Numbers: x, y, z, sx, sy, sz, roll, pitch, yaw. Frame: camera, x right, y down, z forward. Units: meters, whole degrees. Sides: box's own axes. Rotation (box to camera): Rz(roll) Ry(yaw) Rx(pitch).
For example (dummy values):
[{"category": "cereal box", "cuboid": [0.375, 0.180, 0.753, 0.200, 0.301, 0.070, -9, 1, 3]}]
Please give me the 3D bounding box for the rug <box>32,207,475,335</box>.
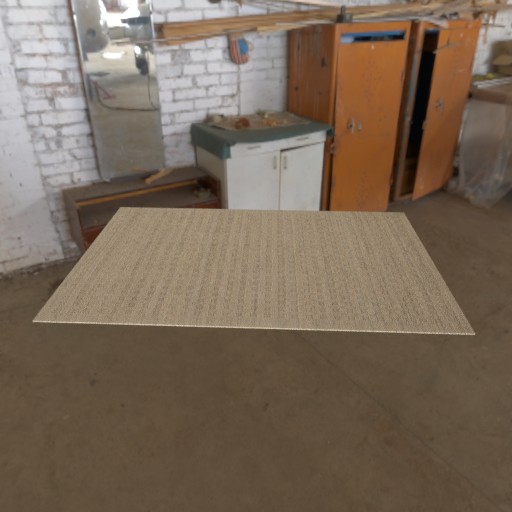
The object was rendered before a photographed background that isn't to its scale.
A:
[{"category": "rug", "cuboid": [0.000, 0.000, 2.247, 1.752, 0.006, 1.142, 1, 30, 2]}]
